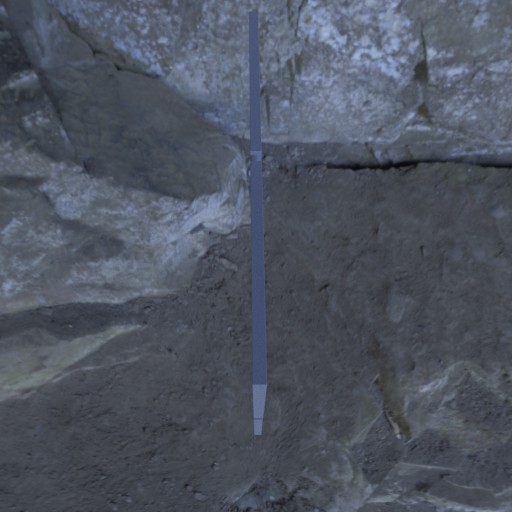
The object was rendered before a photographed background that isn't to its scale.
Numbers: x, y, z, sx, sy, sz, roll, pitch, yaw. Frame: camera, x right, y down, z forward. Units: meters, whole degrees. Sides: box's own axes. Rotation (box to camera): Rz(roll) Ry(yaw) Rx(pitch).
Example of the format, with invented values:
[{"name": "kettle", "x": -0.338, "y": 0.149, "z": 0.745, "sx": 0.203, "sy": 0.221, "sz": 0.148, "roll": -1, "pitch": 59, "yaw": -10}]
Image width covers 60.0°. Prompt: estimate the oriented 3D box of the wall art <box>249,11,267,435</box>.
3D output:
[{"name": "wall art", "x": 0.000, "y": 0.000, "z": 1.611, "sx": 0.029, "sy": 1.118, "sz": 1.118, "roll": -1, "pitch": 63, "yaw": 0}]
